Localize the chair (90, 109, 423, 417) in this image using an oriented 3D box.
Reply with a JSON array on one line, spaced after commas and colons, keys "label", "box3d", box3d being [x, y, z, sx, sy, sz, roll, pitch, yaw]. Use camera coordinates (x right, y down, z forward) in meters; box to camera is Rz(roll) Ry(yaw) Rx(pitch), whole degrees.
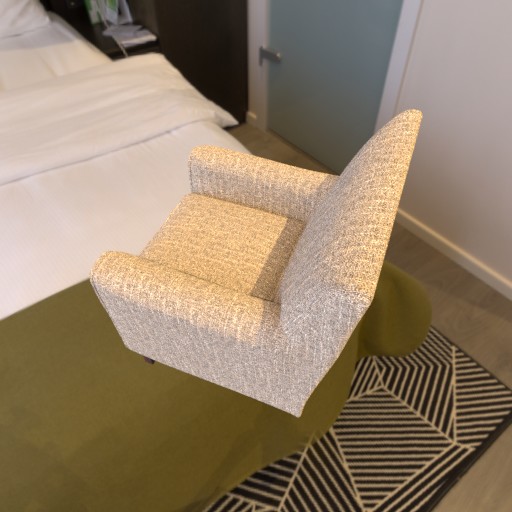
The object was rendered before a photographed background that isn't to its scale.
[{"label": "chair", "box3d": [0.000, 0.000, 1.660, 0.873, 0.928, 0.864, 16, 49, 15]}]
